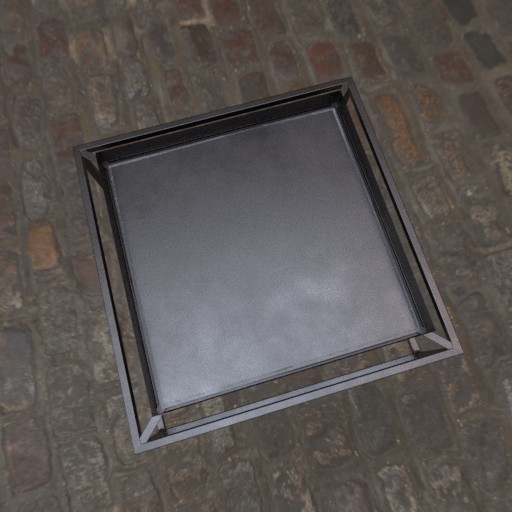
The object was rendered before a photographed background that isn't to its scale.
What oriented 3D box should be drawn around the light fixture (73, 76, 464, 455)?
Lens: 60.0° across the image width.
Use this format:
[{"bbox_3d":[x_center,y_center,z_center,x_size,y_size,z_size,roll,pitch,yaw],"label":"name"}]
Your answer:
[{"bbox_3d":[0.000,0.000,0.683,0.441,0.191,0.441,-16,75,-4],"label":"light fixture"}]
